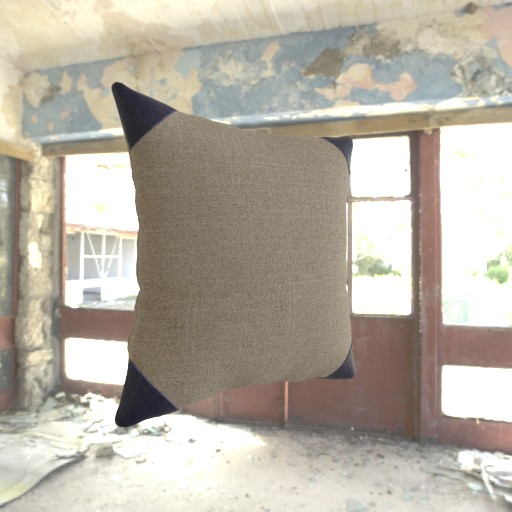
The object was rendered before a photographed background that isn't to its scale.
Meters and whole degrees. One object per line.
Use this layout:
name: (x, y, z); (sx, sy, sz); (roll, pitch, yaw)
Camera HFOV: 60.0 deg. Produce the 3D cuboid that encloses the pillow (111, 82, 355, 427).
pillow: (0.000, 0.000, 0.682); (0.440, 0.441, 0.147); (1, -1, -36)
